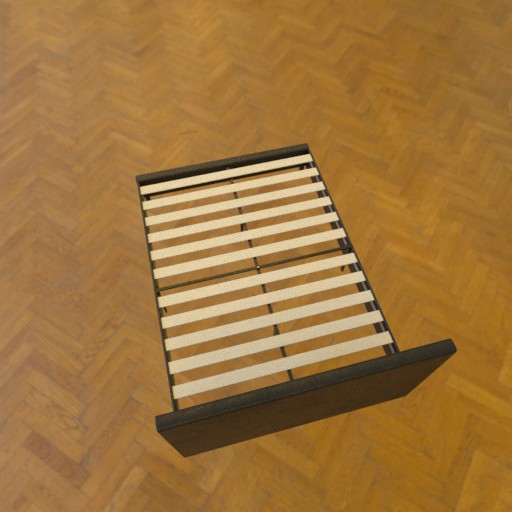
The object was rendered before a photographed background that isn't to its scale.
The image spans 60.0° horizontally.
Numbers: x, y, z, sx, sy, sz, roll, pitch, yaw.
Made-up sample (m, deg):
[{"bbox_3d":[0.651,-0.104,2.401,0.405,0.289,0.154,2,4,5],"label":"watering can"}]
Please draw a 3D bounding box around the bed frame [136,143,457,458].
[{"bbox_3d":[0.000,0.000,3.035,1.469,1.046,2.152,-13,59,-8],"label":"bed frame"}]
